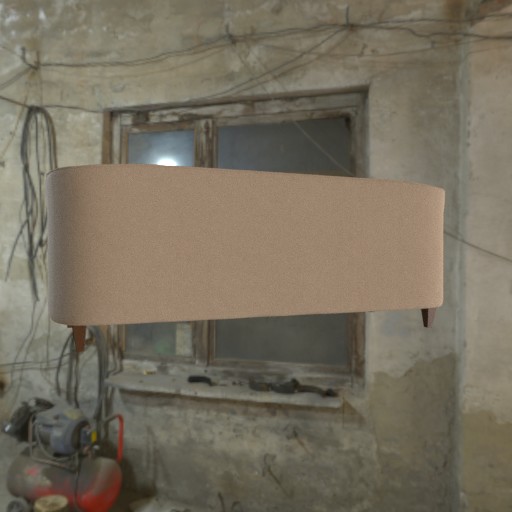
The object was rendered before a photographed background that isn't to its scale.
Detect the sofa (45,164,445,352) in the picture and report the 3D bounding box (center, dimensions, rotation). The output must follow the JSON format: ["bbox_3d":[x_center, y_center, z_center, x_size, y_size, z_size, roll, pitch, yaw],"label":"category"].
[{"bbox_3d":[0.000,0.000,2.670,2.278,0.855,0.941,0,0,-19],"label":"sofa"}]
